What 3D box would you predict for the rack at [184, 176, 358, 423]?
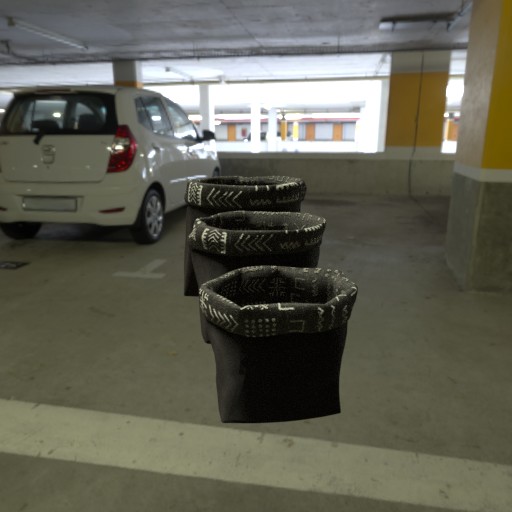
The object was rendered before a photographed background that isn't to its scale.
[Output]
[{"bbox_3d":[0.000,0.000,1.085,0.379,0.323,0.905,-2,15,-7],"label":"rack"}]
